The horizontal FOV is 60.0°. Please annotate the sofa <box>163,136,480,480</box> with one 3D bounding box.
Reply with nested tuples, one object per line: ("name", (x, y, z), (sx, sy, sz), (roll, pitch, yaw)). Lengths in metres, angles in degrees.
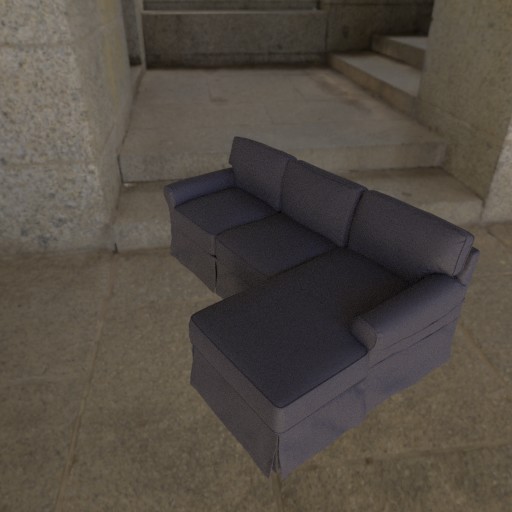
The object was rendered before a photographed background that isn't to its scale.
("sofa", (0.000, 0.000, 3.309), (1.637, 1.039, 2.518), (-22, 38, -31))
